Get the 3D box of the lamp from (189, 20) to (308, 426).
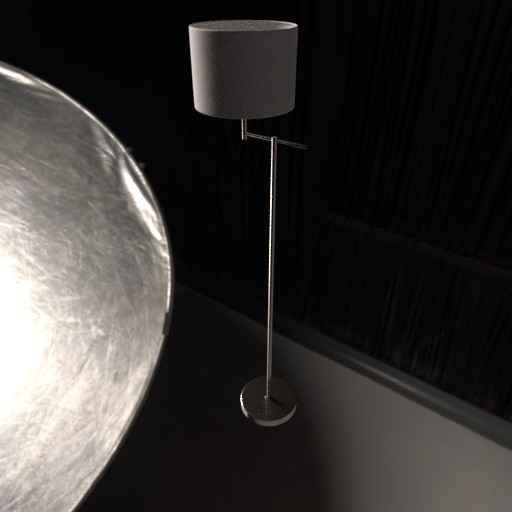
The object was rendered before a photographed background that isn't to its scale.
[{"bbox_3d":[0.000,0.000,1.729,0.416,1.600,0.324,22,38,30],"label":"lamp"}]
